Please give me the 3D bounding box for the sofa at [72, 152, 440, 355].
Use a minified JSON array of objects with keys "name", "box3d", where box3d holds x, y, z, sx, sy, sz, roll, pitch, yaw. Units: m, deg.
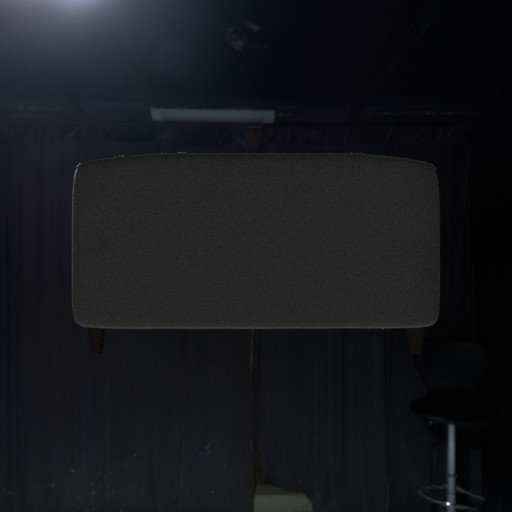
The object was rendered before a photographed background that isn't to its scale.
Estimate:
[{"name":"sofa","box3d":[0.000,0.000,2.332,1.731,0.878,0.940,0,-1,-1]}]
